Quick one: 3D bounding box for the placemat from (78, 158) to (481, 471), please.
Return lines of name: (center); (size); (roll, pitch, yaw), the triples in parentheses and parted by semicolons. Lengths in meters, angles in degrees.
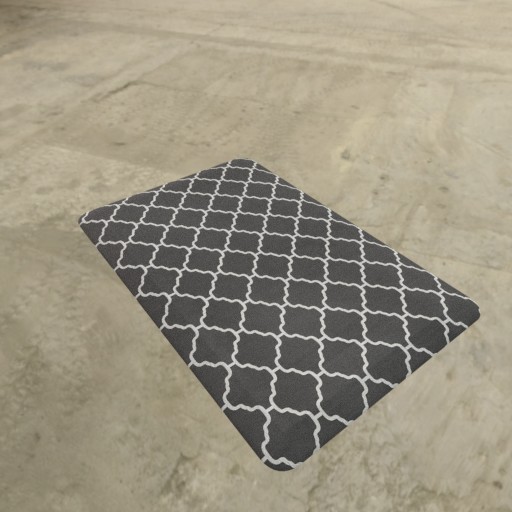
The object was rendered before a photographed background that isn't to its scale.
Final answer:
placemat: (0.000, 0.000, 0.932); (0.508, 0.021, 0.762); (-26, 47, -28)
